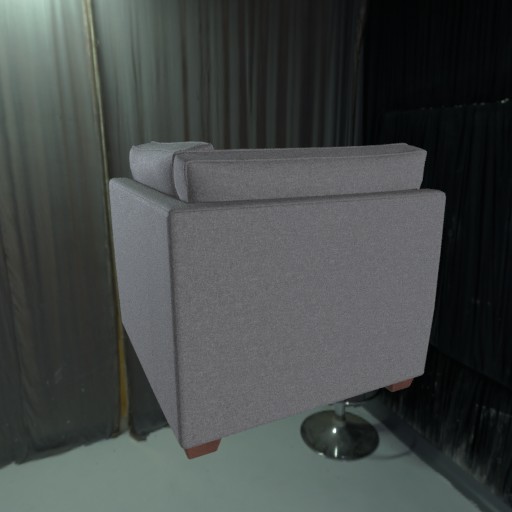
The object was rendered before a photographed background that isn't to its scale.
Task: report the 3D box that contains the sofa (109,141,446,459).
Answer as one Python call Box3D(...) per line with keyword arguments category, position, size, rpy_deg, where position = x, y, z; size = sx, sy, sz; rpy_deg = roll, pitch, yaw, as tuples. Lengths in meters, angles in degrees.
Box3D(category="sofa", position=(0.000, 0.000, 1.996), size=(1.084, 1.002, 1.146), rpy_deg=(-7, 17, -25))
